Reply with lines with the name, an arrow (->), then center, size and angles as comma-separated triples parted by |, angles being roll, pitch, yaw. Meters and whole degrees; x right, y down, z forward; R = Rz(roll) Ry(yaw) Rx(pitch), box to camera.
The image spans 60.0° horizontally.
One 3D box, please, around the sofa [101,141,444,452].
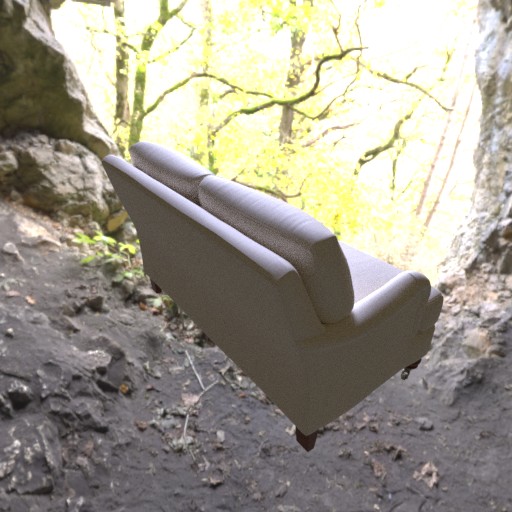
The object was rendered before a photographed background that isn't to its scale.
sofa -> 0.000, 0.000, 2.574 | 1.084, 1.101, 1.853 | -19, 34, -31
